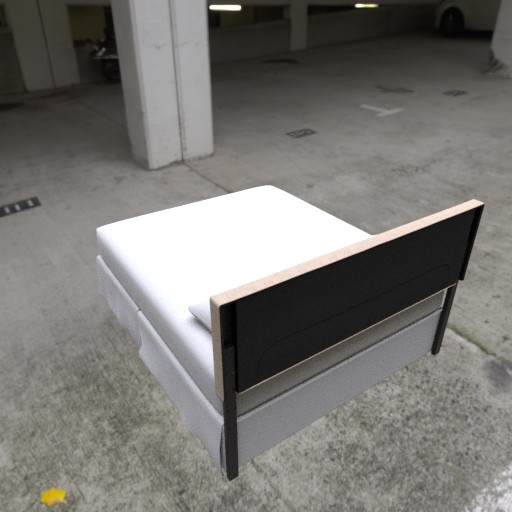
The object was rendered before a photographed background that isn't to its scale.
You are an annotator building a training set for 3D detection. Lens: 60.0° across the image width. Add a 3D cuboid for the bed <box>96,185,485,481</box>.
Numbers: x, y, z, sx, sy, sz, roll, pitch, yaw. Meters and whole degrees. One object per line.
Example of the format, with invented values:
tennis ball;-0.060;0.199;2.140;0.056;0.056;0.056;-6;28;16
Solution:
bed;0.000;0.000;2.812;1.616;1.016;1.876;-19;35;-29
